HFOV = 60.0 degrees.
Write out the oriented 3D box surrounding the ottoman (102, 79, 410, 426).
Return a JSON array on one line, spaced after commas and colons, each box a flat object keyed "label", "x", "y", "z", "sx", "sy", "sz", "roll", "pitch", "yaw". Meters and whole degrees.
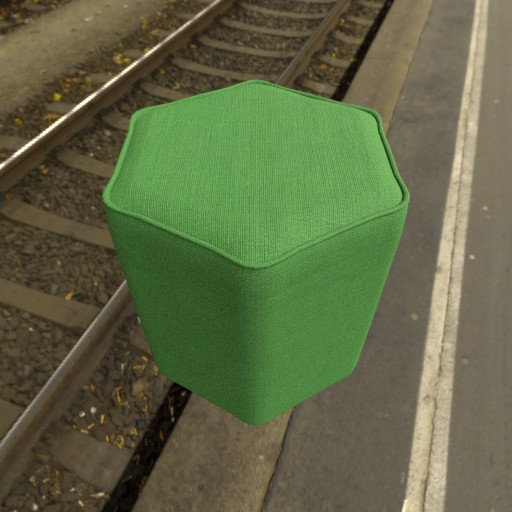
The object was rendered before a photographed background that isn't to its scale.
[{"label": "ottoman", "x": 0.000, "y": 0.000, "z": 0.875, "sx": 0.444, "sy": 0.507, "sz": 0.499, "roll": 0, "pitch": 47, "yaw": 0}]
